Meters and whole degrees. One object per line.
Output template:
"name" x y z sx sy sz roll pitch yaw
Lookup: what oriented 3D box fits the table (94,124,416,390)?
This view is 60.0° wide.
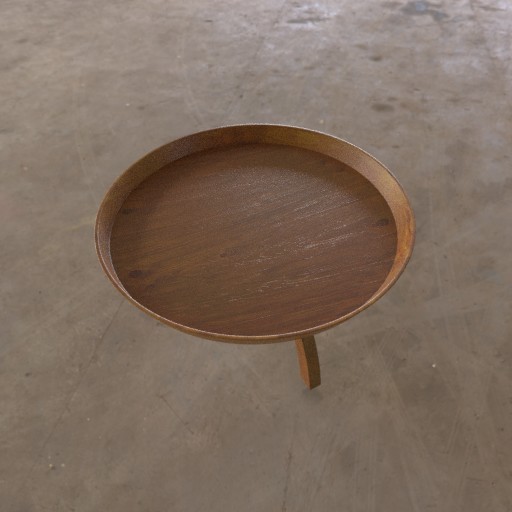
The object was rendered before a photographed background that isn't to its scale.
"table" 0.000 0.000 1.588 1.016 0.470 1.016 0 46 0
